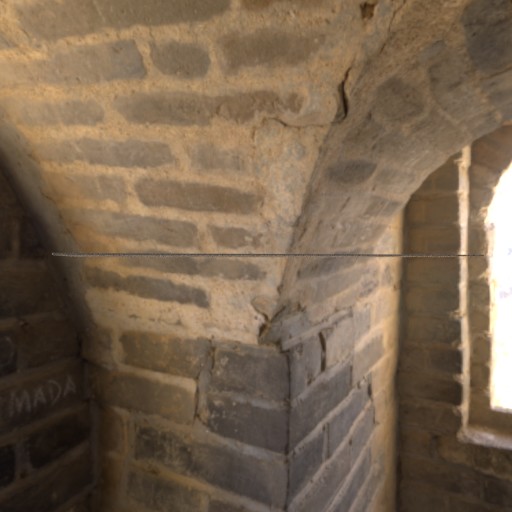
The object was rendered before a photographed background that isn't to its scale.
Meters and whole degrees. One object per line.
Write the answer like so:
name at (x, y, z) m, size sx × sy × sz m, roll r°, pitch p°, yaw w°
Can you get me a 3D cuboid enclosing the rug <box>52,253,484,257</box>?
rug at (0.000, 0.000, 2.901) m, size 2.284 × 0.008 × 1.522 m, roll 0°, pitch 0°, yaw -19°
